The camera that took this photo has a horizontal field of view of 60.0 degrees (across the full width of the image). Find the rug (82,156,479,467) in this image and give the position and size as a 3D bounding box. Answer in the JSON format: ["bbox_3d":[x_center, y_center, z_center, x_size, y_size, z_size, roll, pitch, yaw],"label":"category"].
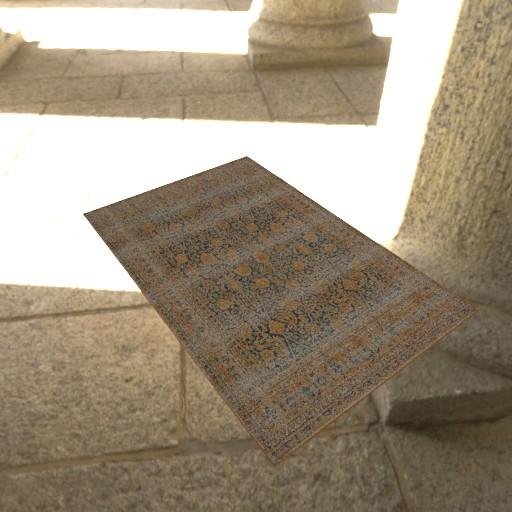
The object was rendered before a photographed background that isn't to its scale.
[{"bbox_3d":[0.000,0.000,2.965,1.525,0.007,2.336,-26,47,-27],"label":"rug"}]
